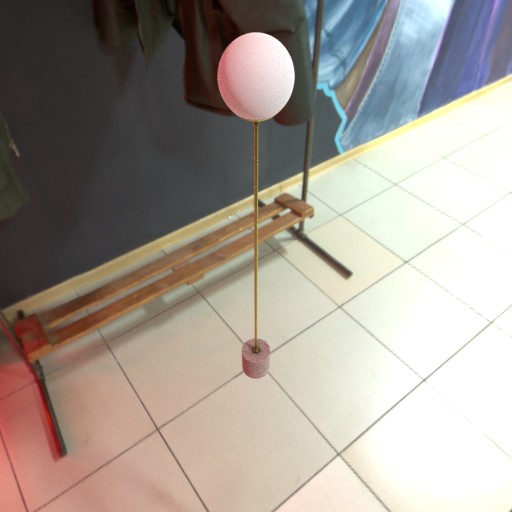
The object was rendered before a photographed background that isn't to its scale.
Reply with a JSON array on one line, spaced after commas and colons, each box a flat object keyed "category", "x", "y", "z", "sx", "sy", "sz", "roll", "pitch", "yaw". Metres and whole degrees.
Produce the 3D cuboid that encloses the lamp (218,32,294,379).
[{"category": "lamp", "x": 0.000, "y": 0.000, "z": 1.855, "sx": 0.229, "sy": 1.748, "sz": 0.229, "roll": -3, "pitch": 45, "yaw": -3}]
